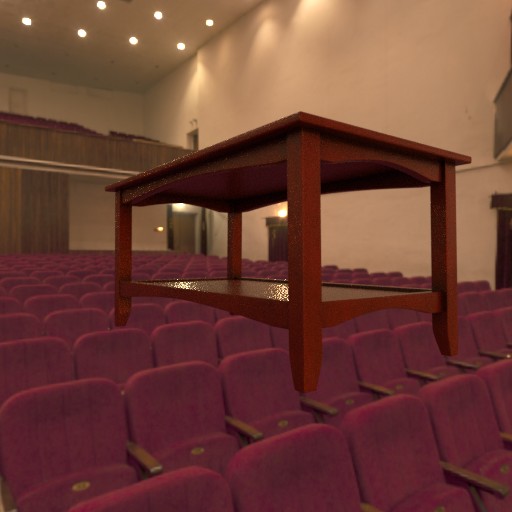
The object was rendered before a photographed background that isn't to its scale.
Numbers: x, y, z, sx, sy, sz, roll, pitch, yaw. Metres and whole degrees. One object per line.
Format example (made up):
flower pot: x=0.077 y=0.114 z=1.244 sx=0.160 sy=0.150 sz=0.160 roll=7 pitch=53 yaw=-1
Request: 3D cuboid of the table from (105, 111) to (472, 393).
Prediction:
table: x=0.000 y=0.000 z=1.234 sx=0.533 sy=0.456 sz=0.943 roll=0 pitch=0 yaw=-37
